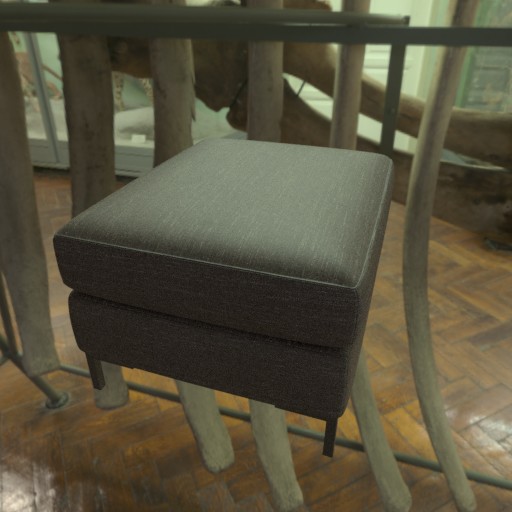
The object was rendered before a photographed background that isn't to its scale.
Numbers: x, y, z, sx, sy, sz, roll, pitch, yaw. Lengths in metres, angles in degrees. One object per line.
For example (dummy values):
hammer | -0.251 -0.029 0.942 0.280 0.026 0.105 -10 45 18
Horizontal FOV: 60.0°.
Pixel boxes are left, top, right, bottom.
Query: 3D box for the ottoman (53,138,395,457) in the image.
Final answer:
ottoman | 0.000 0.000 1.248 0.671 0.490 0.820 10 31 16
